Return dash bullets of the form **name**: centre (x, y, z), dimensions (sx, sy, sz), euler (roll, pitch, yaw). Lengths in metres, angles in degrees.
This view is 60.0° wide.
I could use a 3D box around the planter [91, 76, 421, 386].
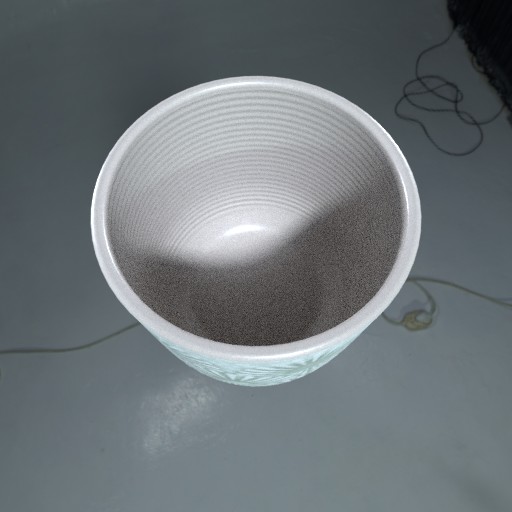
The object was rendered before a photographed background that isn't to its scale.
- **planter**: centre (0.000, 0.000, 0.216), dimensions (0.124, 0.109, 0.124), euler (0, 65, 0)
